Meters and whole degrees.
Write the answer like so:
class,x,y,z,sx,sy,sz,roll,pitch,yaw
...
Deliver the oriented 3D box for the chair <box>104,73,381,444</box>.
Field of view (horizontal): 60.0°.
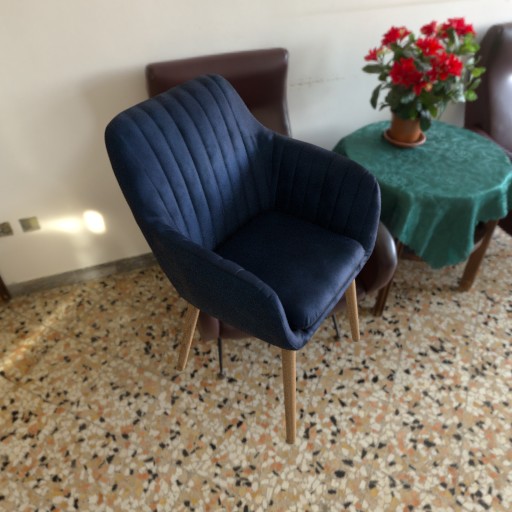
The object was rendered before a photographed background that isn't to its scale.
class,x,y,z,sx,sy,sz,roll,pitch,yaw
chair,0.000,0.000,1.260,0.573,0.826,0.578,24,47,25
